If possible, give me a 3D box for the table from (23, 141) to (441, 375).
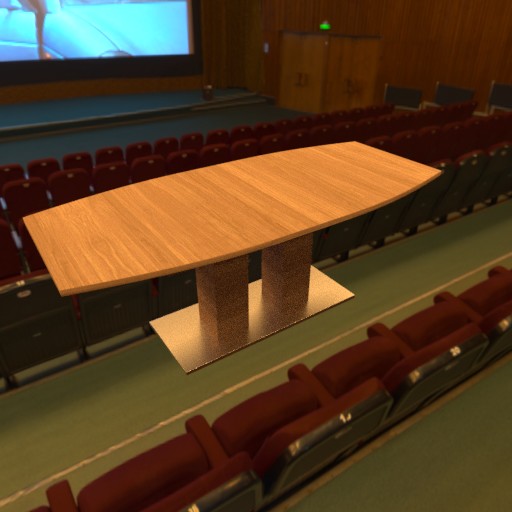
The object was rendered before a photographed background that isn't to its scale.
[{"bbox_3d":[0.000,0.000,2.398,2.032,0.750,0.900,-19,36,-29],"label":"table"}]
